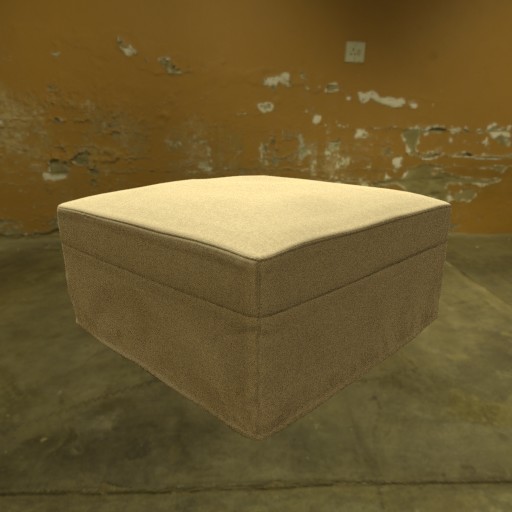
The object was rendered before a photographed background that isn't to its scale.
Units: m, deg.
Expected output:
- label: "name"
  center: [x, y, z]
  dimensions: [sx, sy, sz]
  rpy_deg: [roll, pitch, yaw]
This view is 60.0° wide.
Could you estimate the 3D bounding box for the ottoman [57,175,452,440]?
- label: "ottoman"
  center: [0.000, 0.000, 1.329]
  dimensions: [0.840, 0.436, 0.843]
  rpy_deg: [15, 21, 42]
